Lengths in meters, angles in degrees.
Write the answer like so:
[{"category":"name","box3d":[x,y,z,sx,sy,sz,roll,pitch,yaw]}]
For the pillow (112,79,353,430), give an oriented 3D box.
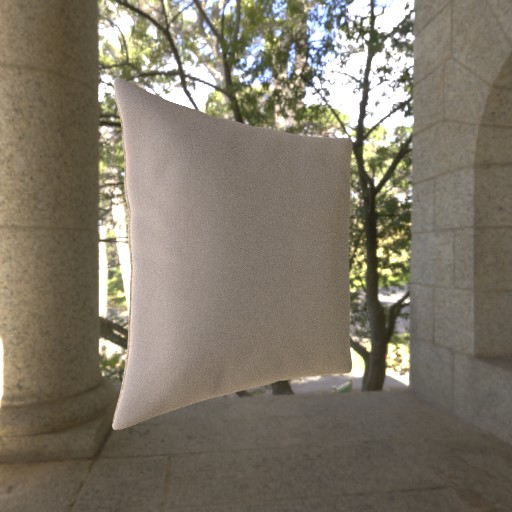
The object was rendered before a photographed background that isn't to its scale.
[{"category":"pillow","box3d":[0.000,0.000,0.800,0.523,0.510,0.166,0,-1,-37]}]
